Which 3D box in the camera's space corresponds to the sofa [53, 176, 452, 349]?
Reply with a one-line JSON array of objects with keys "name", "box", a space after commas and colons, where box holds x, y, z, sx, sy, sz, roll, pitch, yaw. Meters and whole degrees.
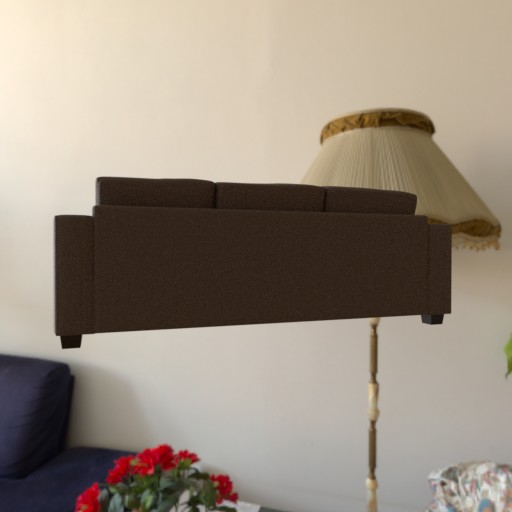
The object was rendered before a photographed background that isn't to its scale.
[{"name": "sofa", "box": [0.000, 0.000, 2.677, 2.160, 0.806, 0.900, 0, 1, -19]}]
